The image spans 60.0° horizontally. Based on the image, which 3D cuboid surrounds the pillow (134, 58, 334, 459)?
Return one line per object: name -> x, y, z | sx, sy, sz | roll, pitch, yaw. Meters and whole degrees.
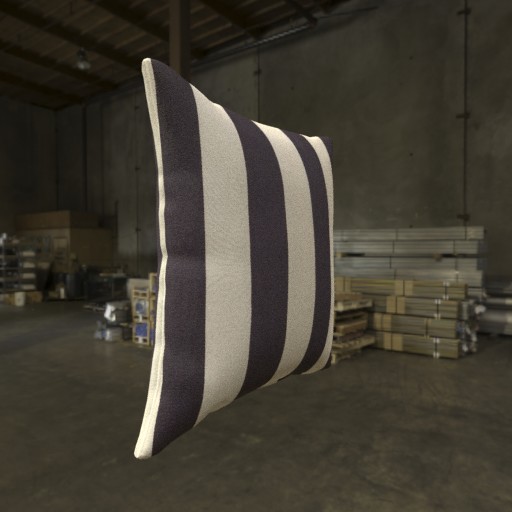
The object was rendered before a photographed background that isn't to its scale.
pillow -> 0.000, 0.000, 0.788 | 0.189, 0.526, 0.536 | 1, 1, 36
